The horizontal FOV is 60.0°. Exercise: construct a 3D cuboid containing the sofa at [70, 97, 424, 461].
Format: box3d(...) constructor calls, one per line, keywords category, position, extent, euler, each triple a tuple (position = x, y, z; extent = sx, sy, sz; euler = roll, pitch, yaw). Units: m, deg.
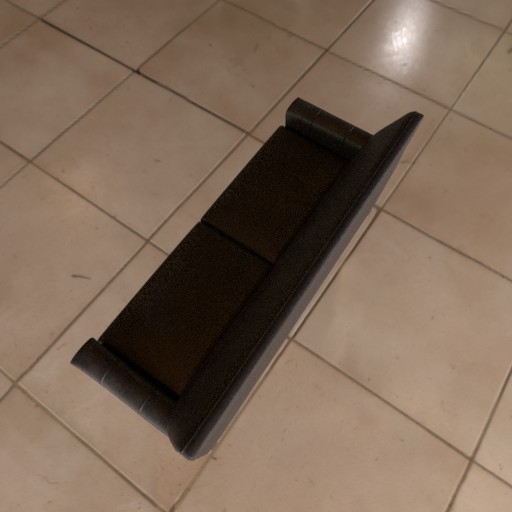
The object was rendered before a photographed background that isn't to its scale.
box3d(category="sofa", position=(0.000, 0.000, 2.506), extent=(0.805, 0.947, 2.053), euler=(31, 68, 14))
